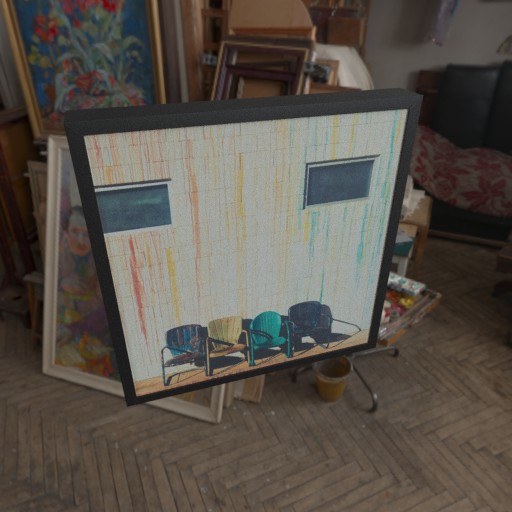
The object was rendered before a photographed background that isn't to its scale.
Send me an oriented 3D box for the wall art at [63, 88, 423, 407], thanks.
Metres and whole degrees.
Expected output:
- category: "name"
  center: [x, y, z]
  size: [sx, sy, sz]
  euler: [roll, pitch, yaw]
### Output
- category: "wall art"
  center: [0.000, 0.000, 0.453]
  size: [0.304, 0.304, 0.038]
  euler: [-9, 33, -15]
